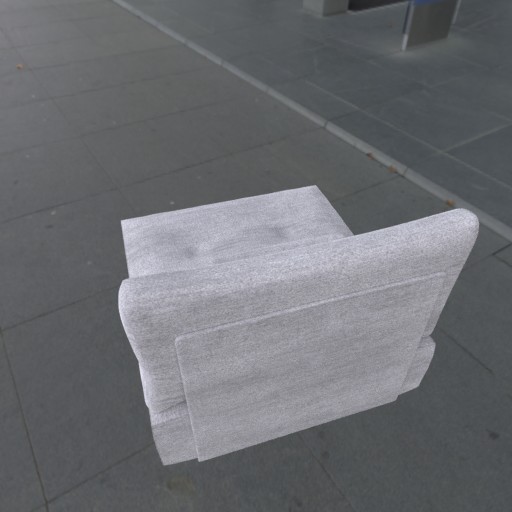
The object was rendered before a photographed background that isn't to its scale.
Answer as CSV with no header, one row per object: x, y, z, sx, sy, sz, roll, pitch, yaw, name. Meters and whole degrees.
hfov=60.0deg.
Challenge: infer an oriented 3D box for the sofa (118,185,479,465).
0.000,0.000,1.620,0.930,0.820,1.000,-12,44,-13,sofa
